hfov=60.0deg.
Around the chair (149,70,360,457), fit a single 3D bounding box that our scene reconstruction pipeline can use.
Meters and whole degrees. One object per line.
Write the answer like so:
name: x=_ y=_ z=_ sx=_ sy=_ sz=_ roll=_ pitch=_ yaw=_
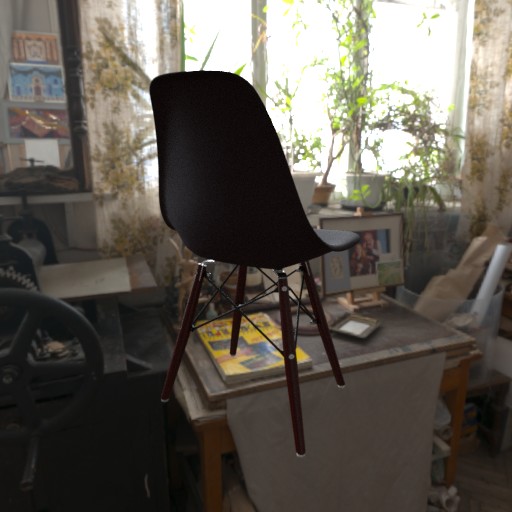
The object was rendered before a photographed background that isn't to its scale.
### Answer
chair: x=0.000 y=0.000 z=1.140 sx=0.470 sy=0.826 sz=0.533 roll=8 pitch=17 yaw=28
